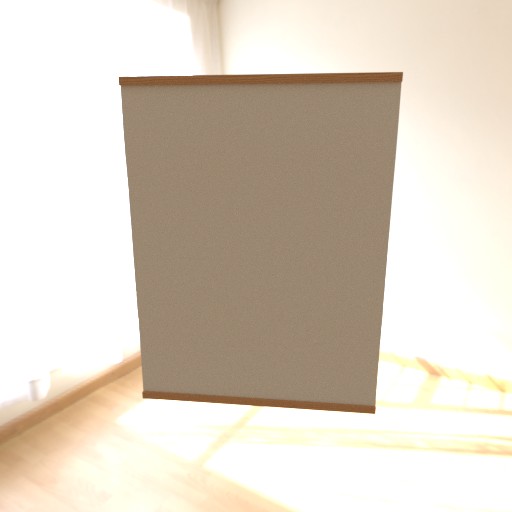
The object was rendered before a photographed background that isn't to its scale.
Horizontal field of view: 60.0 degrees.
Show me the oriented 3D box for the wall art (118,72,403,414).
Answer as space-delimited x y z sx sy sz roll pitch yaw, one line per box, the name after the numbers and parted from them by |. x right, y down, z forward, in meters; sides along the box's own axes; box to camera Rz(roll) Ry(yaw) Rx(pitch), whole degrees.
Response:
0.000 0.000 0.794 0.458 0.605 0.011 2 15 6 | wall art
